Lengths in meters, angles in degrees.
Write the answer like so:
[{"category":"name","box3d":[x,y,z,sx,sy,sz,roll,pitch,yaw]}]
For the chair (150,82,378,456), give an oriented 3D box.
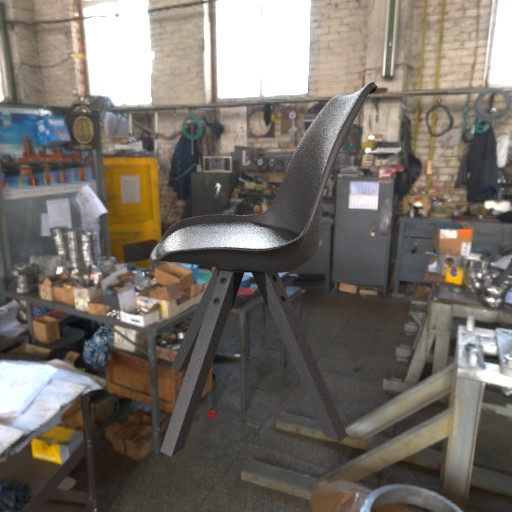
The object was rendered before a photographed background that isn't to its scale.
[{"category":"chair","box3d":[0.000,0.000,1.182,0.550,0.850,0.485,-2,14,-7]}]
